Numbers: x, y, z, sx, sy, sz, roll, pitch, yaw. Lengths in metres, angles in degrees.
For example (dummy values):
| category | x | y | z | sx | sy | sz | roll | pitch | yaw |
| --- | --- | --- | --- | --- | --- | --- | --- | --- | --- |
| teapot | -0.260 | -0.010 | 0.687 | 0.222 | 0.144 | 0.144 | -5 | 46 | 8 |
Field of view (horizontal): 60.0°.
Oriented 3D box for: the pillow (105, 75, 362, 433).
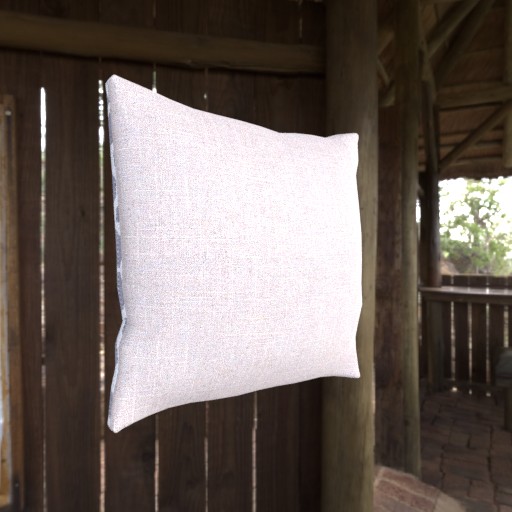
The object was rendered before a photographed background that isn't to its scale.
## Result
| category | x | y | z | sx | sy | sz | roll | pitch | yaw |
| --- | --- | --- | --- | --- | --- | --- | --- | --- | --- |
| pillow | 0.000 | 0.000 | 0.762 | 0.508 | 0.498 | 0.215 | 0 | 0 | -36 |
